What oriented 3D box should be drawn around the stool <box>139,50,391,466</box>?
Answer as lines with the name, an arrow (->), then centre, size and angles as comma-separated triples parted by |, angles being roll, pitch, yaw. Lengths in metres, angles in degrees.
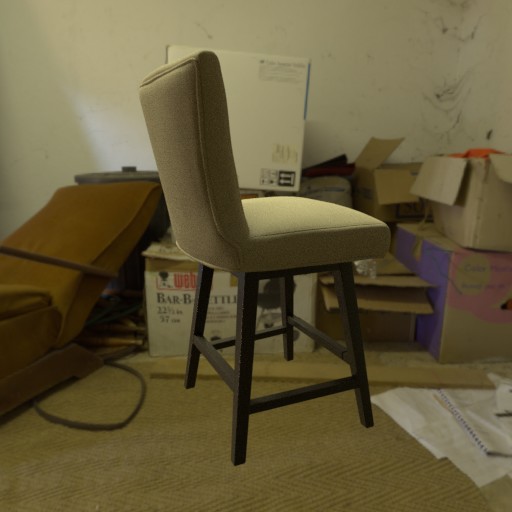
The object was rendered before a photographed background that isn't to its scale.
stool -> 0.000, 0.000, 1.298 | 0.574, 1.000, 0.514 | -7, 16, -25
